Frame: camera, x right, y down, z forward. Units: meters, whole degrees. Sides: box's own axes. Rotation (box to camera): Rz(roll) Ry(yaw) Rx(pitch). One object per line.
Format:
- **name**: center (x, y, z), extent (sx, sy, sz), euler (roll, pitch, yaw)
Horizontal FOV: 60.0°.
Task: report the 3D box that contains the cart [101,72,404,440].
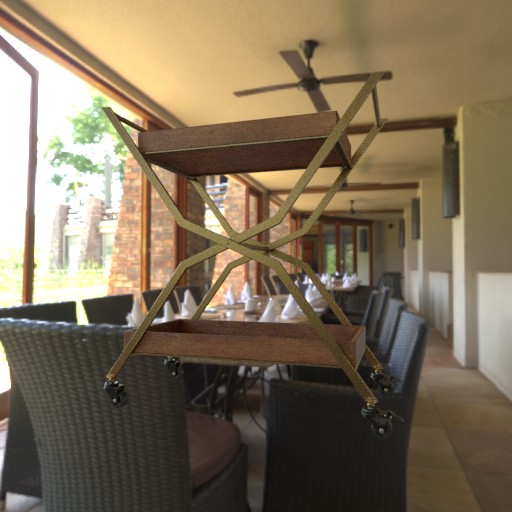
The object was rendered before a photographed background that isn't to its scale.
- **cart**: center (0.000, 0.000, 1.338), extent (0.836, 0.869, 0.405), euler (-1, -2, 18)
